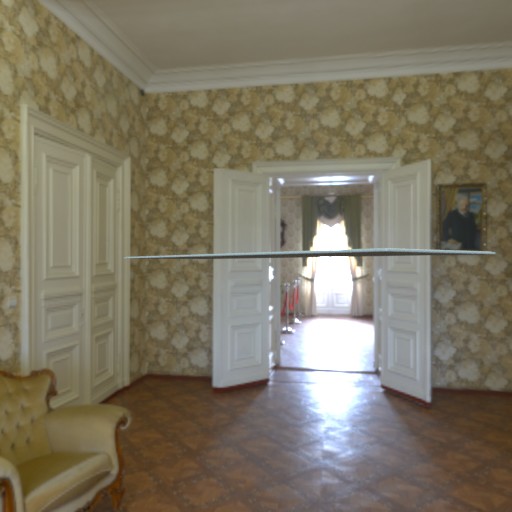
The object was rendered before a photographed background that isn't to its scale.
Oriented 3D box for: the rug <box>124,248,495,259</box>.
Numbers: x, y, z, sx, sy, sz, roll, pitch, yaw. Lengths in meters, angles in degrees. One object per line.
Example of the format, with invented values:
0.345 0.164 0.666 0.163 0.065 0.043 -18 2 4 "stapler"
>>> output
0.000 0.000 2.381 0.662 0.011 2.196 1 -1 -36 "rug"
